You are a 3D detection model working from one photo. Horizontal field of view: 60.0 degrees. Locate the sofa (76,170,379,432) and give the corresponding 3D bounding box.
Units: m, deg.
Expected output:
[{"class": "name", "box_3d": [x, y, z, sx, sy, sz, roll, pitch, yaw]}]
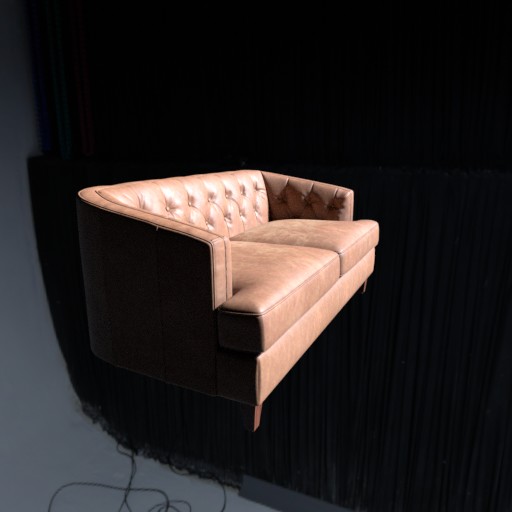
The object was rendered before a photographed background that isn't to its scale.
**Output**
[{"class": "sofa", "box_3d": [0.000, 0.000, 2.283, 0.914, 0.786, 1.755, 7, 16, 25]}]
